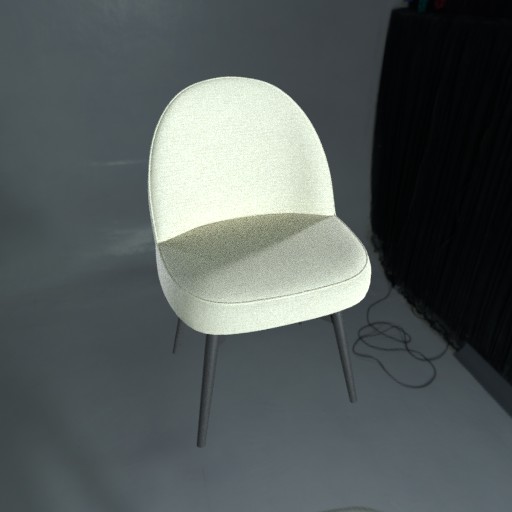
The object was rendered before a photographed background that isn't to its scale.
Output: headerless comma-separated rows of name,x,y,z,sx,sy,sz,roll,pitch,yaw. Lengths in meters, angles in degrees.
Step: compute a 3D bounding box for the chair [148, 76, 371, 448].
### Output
chair,0.000,0.000,1.201,0.532,0.838,0.540,-10,32,-16
